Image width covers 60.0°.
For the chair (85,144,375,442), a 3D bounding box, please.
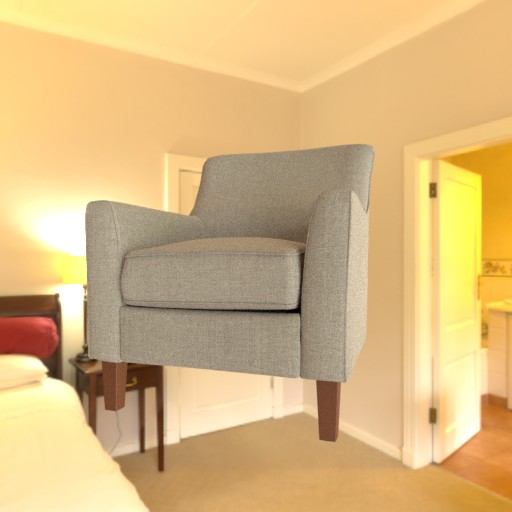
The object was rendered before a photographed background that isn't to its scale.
[{"bbox_3d":[0.000,0.000,1.784,0.887,1.047,0.993,0,0,20],"label":"chair"}]
